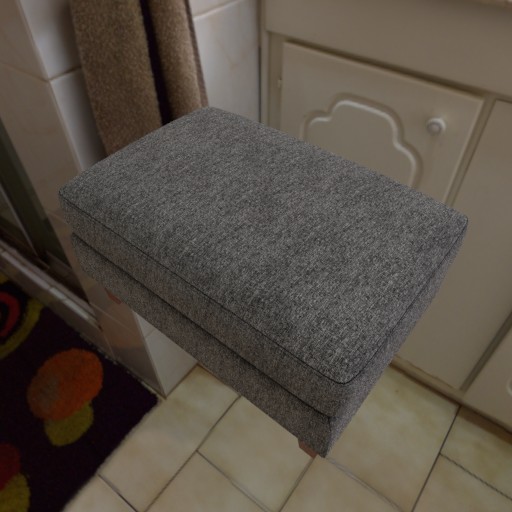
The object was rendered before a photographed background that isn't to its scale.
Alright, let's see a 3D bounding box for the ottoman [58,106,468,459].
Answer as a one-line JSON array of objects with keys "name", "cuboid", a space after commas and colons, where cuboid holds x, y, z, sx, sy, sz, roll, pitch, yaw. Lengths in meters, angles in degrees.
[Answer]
[{"name": "ottoman", "cuboid": [0.000, 0.000, 1.186, 0.864, 0.483, 0.584, 31, 54, 26]}]
